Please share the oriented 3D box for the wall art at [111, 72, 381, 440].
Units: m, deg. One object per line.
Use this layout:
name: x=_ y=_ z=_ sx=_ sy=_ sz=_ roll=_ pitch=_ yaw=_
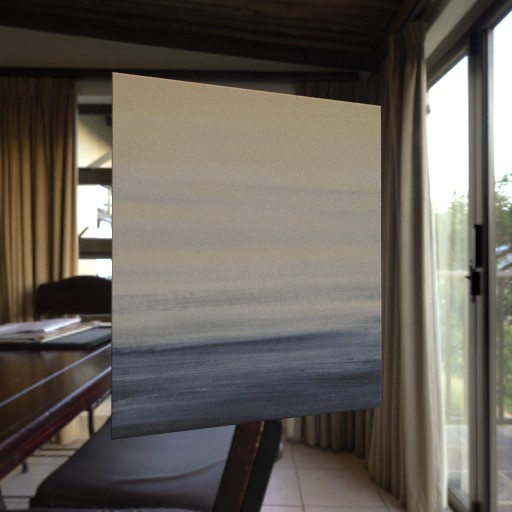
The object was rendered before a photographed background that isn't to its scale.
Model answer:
wall art: x=0.000 y=0.000 z=0.702 sx=0.435 sy=0.511 sz=0.037 roll=0 pitch=0 yaw=-18
